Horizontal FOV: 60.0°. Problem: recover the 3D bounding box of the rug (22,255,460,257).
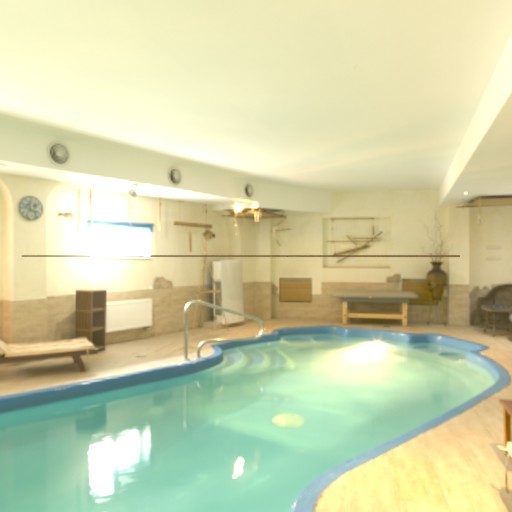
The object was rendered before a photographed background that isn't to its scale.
[{"bbox_3d":[0.000,0.000,2.890,2.235,0.008,1.600,0,0,17],"label":"rug"}]
